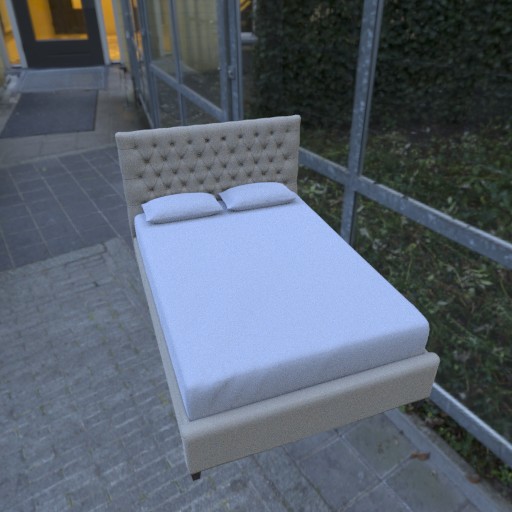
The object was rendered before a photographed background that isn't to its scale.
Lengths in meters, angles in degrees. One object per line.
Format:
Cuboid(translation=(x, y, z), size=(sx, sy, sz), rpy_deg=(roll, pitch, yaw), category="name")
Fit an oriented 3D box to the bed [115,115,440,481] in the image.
Cuboid(translation=(0.000, 0.000, 3.399), size=(1.698, 1.427, 2.387), rpy_deg=(-11, 34, -17), category="bed")
